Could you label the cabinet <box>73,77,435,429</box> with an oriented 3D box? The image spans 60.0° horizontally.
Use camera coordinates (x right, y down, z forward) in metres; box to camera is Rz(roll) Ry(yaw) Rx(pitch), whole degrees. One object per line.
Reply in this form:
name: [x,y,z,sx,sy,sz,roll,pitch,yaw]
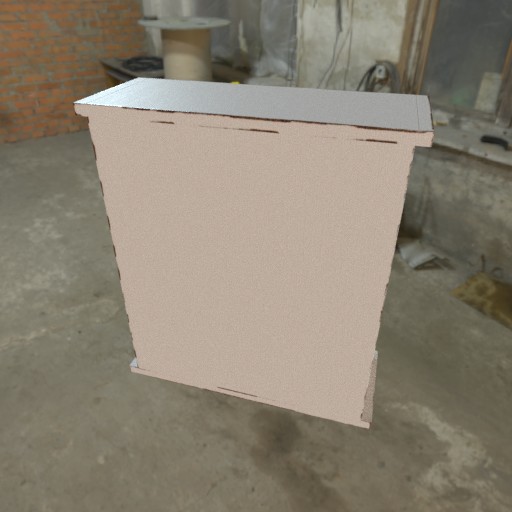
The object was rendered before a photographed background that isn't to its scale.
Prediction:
cabinet: [0.000,0.000,0.880,0.541,0.603,0.210,9,34,14]
